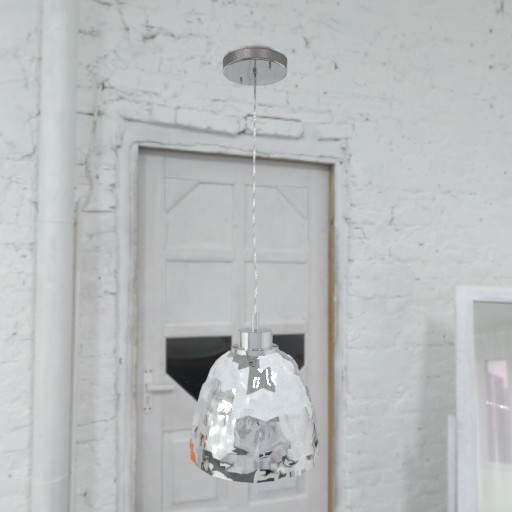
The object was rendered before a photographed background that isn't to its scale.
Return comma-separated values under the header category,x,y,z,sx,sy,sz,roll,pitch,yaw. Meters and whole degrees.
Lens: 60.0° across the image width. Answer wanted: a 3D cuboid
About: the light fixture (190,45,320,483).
category,x,y,z,sx,sy,sz,roll,pitch,yaw
light fixture,0.000,0.000,1.716,0.500,1.511,0.496,0,0,-39
